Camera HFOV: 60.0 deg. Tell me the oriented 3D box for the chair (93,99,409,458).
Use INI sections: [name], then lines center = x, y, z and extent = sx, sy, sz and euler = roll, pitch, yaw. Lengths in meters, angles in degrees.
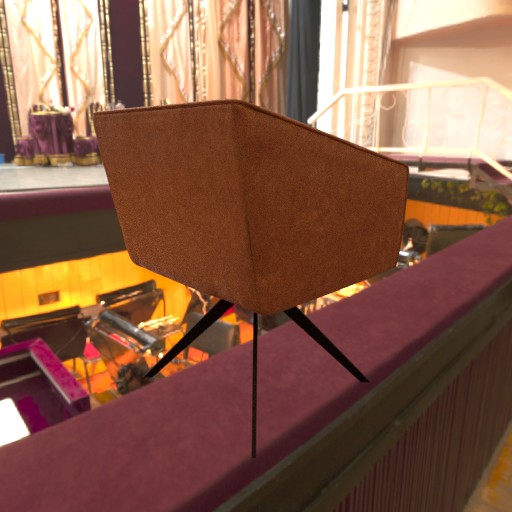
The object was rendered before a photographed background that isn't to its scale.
[chair]
center = 0.000, 0.000, 1.230
extent = 0.625, 0.760, 0.588
euler = -14, 20, -42
